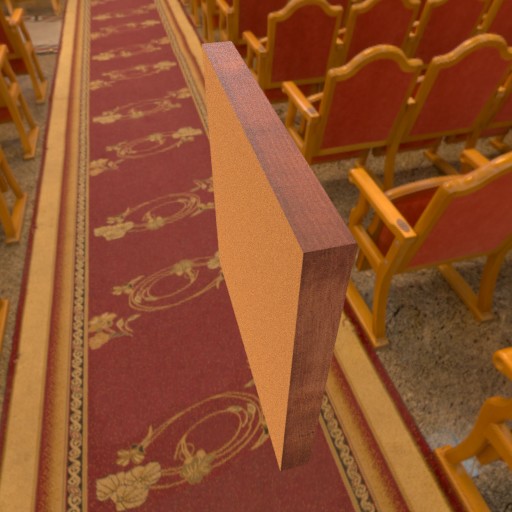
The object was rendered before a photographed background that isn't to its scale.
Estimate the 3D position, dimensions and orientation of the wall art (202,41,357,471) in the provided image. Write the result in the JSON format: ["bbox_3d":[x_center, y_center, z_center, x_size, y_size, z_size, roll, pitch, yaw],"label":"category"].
[{"bbox_3d":[0.000,0.000,0.560,0.038,0.385,0.386,-11,46,-10],"label":"wall art"}]
